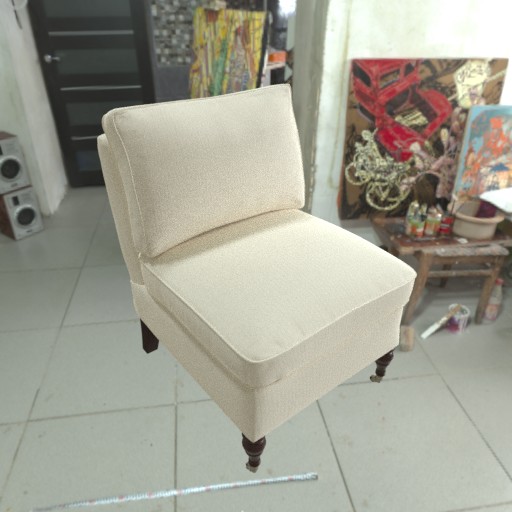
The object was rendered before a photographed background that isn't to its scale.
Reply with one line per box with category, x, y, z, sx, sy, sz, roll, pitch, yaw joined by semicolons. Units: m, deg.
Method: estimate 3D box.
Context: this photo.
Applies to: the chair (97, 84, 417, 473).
chair;0.000;0.000;1.360;0.630;0.887;0.781;-22;37;-32
